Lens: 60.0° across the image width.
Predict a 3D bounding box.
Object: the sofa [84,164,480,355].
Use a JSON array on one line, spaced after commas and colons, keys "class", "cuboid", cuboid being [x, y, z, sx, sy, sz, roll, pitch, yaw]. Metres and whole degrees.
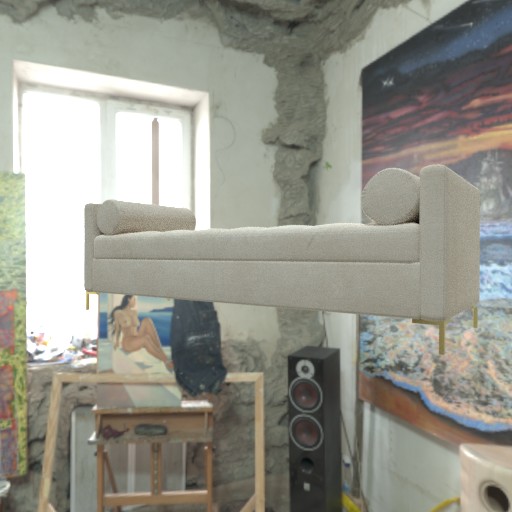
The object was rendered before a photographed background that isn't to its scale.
[{"class": "sofa", "cuboid": [0.000, 0.000, 2.278, 1.981, 0.635, 0.686, 0, 0, 35]}]
